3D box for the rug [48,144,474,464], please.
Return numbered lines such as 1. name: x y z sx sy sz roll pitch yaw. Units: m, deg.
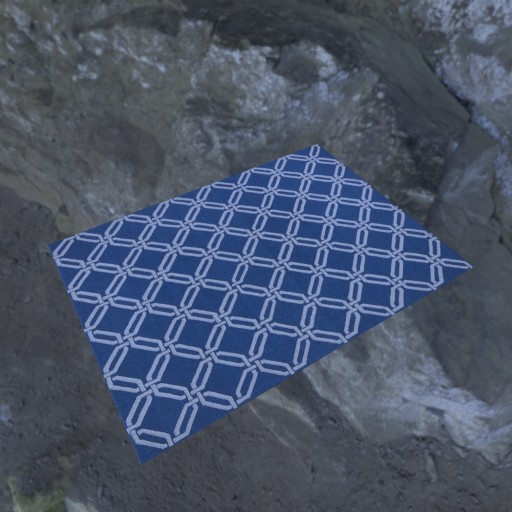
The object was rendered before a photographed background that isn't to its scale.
1. rug: 0.000 0.000 4.285 3.342 0.018 2.432 -25 52 -21
